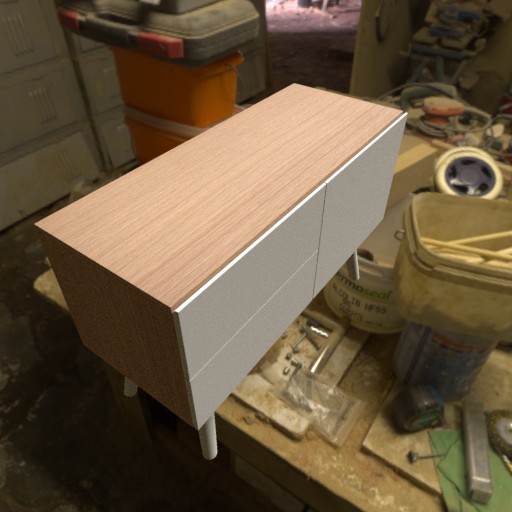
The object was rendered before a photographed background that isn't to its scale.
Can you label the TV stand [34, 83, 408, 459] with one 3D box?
[{"bbox_3d":[0.000,0.000,1.338,0.407,0.660,0.991,26,47,27],"label":"TV stand"}]
